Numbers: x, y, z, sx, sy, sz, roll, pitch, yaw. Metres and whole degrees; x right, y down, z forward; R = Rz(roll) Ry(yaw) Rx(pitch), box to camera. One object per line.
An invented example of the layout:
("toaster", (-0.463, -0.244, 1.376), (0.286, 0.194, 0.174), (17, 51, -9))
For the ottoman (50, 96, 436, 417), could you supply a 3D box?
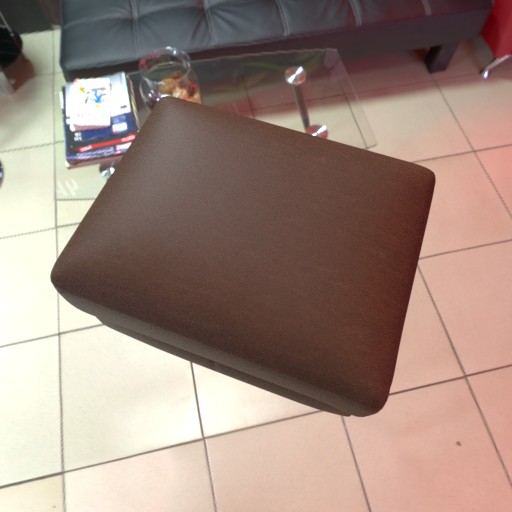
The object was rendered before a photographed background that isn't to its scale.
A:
("ottoman", (0.000, 0.000, 1.194), (0.787, 0.508, 0.635), (18, 64, 9))
